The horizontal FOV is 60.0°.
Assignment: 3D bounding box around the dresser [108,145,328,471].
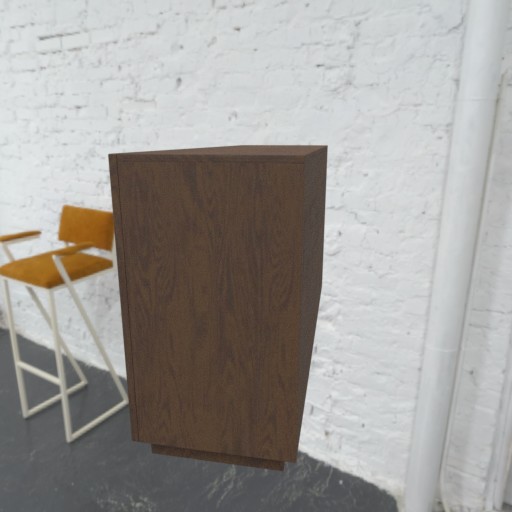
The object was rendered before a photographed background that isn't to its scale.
[{"bbox_3d":[0.000,0.000,1.875,0.512,0.889,1.523,3,15,10],"label":"dresser"}]
